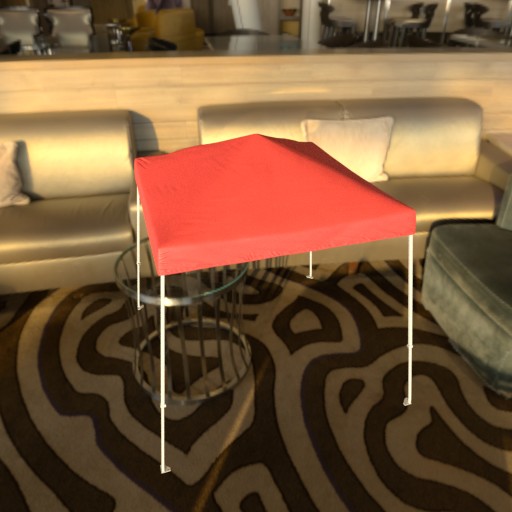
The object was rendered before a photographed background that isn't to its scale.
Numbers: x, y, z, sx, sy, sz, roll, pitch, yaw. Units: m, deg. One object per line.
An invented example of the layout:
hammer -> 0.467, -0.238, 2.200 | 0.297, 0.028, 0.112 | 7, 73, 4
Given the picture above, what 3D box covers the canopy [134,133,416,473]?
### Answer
canopy -> 0.000, 0.000, 6.537 | 3.599, 3.600, 3.600 | -9, 32, -15
